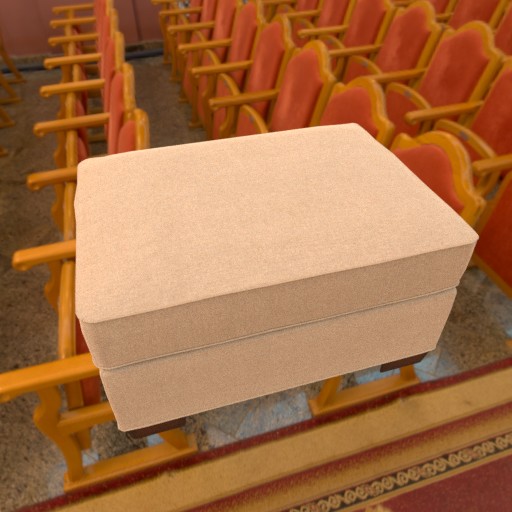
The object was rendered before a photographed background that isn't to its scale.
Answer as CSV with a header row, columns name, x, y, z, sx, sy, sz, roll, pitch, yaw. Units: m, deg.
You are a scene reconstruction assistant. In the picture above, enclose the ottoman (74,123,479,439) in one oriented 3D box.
name,x,y,z,sx,sy,sz,roll,pitch,yaw
ottoman,0.000,0.000,1.206,0.846,0.503,0.617,-11,42,-12
